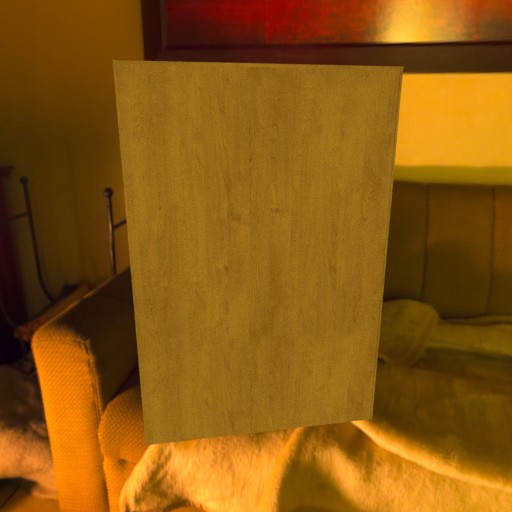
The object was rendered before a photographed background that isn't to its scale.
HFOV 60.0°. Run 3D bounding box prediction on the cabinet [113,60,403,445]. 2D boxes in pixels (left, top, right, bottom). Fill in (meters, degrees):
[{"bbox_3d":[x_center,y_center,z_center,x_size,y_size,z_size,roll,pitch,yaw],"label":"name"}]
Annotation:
[{"bbox_3d":[0.000,0.000,2.452,1.290,1.910,0.510,-3,17,-9],"label":"cabinet"}]
